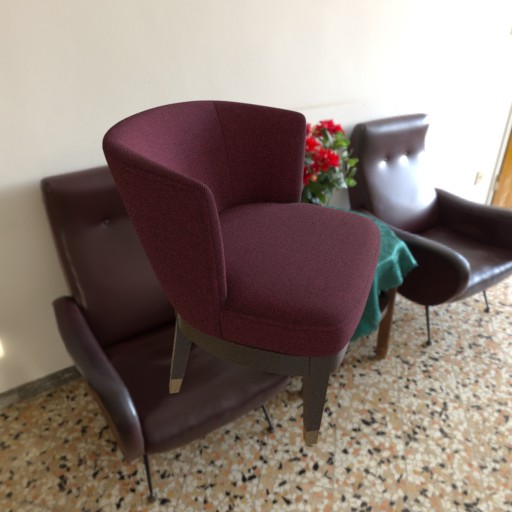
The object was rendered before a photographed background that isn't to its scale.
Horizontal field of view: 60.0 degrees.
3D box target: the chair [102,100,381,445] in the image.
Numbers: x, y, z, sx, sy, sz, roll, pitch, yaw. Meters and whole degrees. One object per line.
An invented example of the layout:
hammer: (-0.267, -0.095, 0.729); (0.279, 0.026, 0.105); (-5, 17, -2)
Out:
chair: (0.000, 0.000, 1.263); (0.660, 0.760, 0.700); (11, 31, 18)
